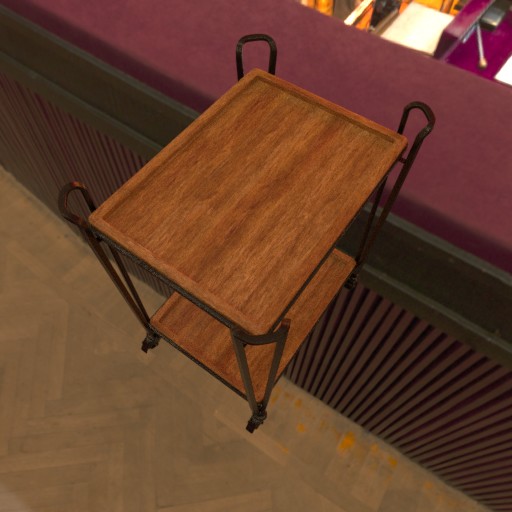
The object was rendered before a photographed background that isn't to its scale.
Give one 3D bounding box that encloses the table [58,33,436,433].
[{"bbox_3d":[0.000,0.000,1.215,0.505,0.785,0.672,32,65,17],"label":"table"}]
